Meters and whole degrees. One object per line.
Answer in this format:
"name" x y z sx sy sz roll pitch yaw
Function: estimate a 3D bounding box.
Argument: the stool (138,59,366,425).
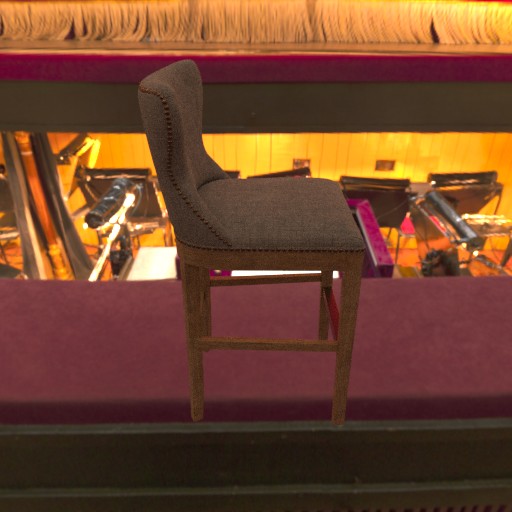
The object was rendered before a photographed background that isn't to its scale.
"stool" 0.000 0.000 1.435 0.606 1.123 0.494 0 31 0
